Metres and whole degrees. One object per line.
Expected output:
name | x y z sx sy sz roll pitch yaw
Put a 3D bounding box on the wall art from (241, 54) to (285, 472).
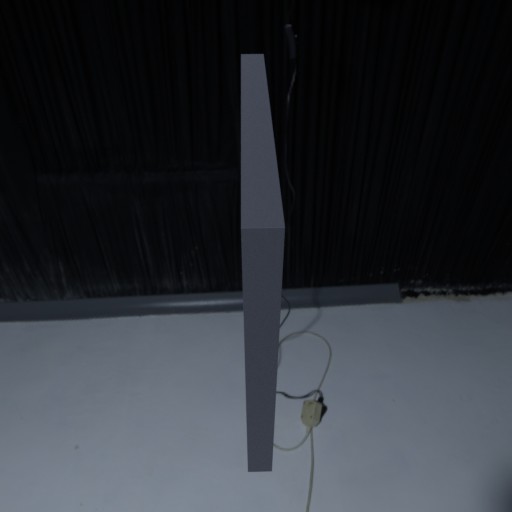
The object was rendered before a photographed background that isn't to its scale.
wall art | 0.000 0.000 0.763 0.040 0.509 0.509 -1 41 -1
